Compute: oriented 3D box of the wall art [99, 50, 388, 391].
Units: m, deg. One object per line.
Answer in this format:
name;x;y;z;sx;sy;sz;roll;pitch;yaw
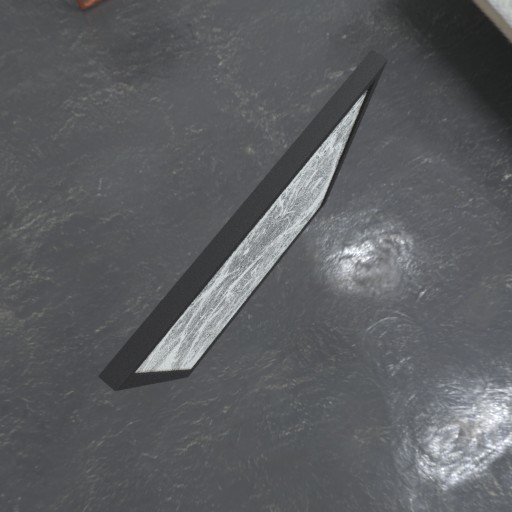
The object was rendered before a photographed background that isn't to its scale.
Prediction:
wall art;0.000;0.000;1.138;0.037;0.763;0.763;37;79;8
